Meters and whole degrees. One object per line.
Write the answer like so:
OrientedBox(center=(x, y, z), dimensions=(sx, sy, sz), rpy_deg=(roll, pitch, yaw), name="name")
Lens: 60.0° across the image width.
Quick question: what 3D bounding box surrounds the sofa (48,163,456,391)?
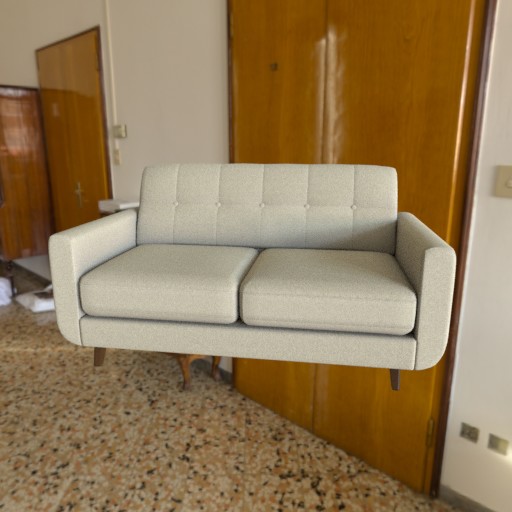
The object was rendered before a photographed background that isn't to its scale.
OrientedBox(center=(0.000, 0.000, 2.242), dimensions=(1.655, 0.892, 0.980), rpy_deg=(2, 14, 9), name="sofa")
